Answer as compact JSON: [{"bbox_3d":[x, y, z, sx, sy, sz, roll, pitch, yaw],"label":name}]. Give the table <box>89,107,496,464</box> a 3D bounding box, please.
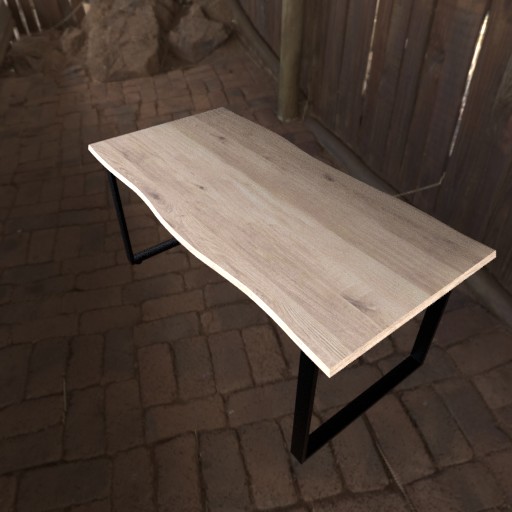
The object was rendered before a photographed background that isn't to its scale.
[{"bbox_3d":[0.000,0.000,2.240,0.900,0.780,1.800,-26,46,-28],"label":"table"}]
